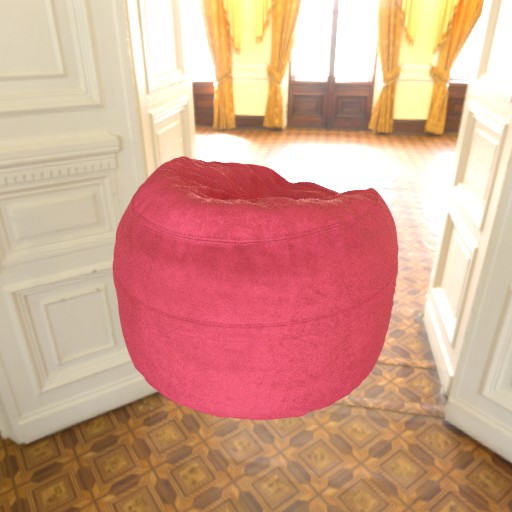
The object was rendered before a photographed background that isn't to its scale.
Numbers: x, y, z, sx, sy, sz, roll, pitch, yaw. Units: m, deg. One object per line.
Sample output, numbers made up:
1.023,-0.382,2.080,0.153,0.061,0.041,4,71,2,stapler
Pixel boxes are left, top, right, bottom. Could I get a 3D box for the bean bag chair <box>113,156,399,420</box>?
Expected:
0.000,0.000,1.971,1.218,0.788,1.218,0,27,0,bean bag chair
